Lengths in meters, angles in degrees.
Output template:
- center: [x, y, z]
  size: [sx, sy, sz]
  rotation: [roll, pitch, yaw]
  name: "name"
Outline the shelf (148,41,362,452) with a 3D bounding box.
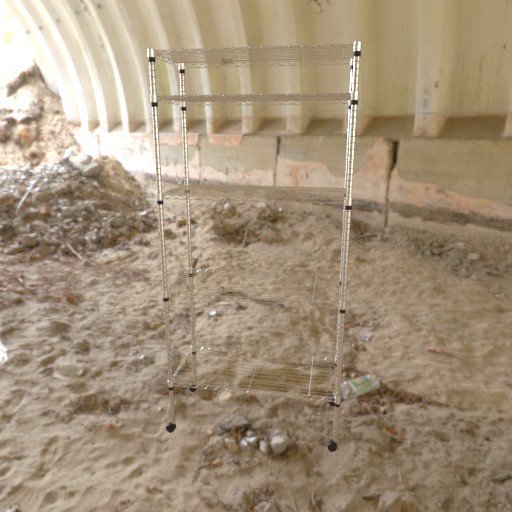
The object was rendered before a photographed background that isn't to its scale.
- center: [0.000, 0.000, 1.885]
  size: [0.762, 1.587, 0.356]
  rotation: [3, 16, 10]
  name: "shelf"
